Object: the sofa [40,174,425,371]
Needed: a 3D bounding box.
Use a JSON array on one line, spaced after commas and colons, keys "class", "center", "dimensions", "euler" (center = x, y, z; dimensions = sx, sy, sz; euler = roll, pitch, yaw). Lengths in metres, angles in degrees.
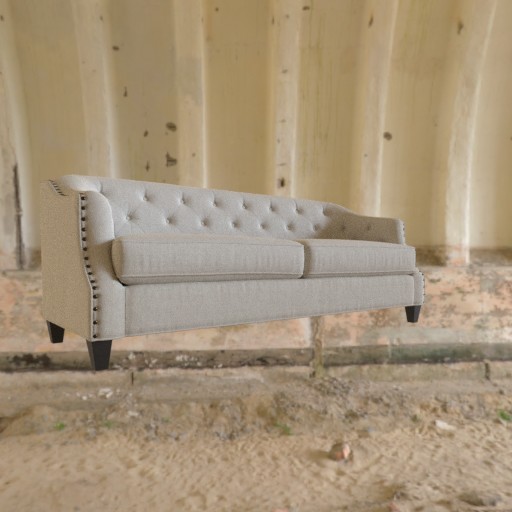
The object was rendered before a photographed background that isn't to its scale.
[{"class": "sofa", "center": [0.000, 0.000, 2.689], "dimensions": [2.235, 0.901, 0.914], "euler": [0, 0, -37]}]
